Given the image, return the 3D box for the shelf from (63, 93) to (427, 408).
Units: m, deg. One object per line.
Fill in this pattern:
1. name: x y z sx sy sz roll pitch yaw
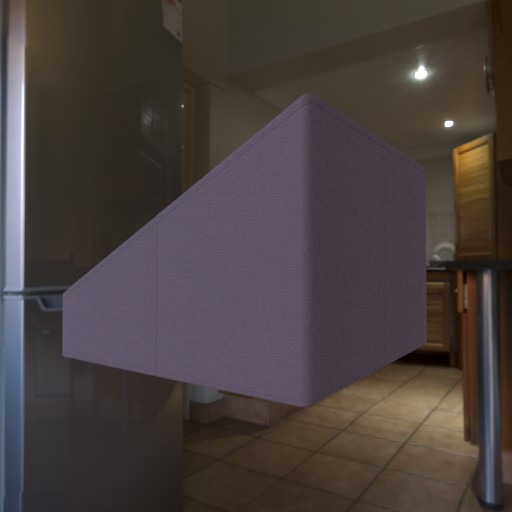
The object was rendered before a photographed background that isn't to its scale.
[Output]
1. shelf: 0.000 0.000 0.492 0.292 0.210 0.292 -1 -1 35
